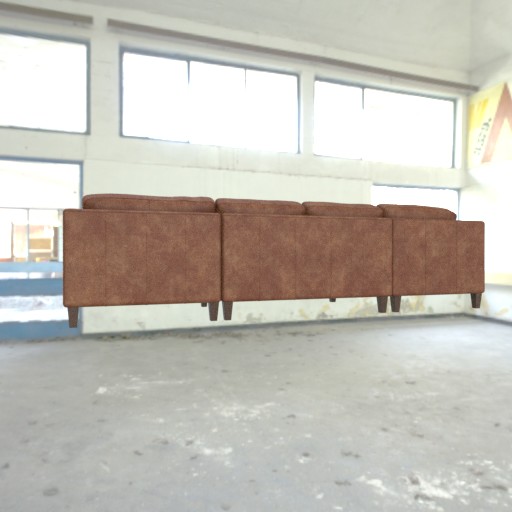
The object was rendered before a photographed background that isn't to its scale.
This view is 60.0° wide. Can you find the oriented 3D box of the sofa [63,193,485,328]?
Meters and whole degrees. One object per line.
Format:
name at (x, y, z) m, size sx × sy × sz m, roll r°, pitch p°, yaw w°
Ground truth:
sofa at (0.000, 0.000, 4.418) m, size 3.324 × 0.888 × 2.452 m, roll 0°, pitch 0°, yaw -18°
